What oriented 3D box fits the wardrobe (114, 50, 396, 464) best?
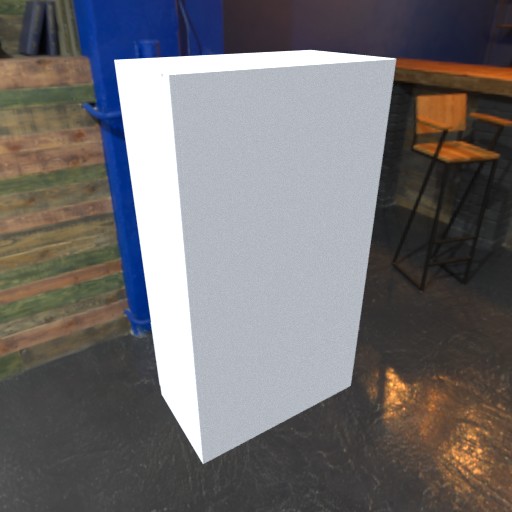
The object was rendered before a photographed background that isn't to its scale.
[{"bbox_3d":[0.000,0.000,2.220,0.991,1.808,0.577,-17,33,-28],"label":"wardrobe"}]
